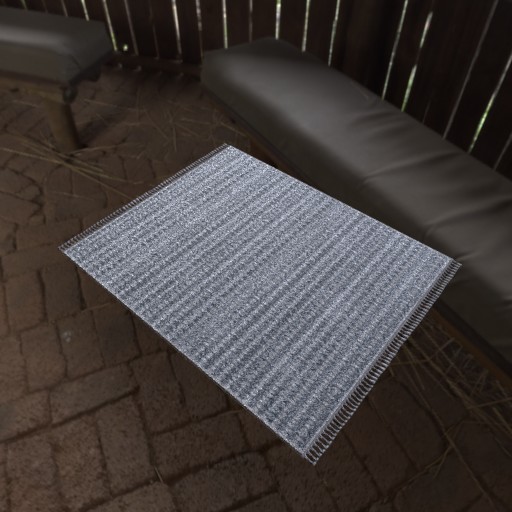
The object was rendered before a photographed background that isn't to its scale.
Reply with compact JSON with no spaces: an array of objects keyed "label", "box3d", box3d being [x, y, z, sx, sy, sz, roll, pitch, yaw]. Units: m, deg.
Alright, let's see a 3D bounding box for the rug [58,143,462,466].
[{"label":"rug","box3d":[0.000,0.000,4.014,2.910,0.013,2.256,33,55,26]}]
